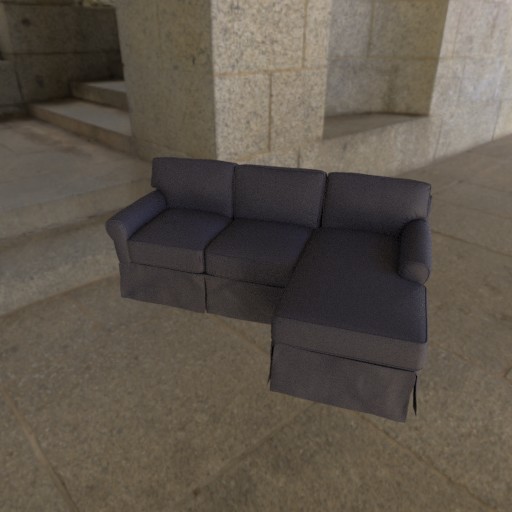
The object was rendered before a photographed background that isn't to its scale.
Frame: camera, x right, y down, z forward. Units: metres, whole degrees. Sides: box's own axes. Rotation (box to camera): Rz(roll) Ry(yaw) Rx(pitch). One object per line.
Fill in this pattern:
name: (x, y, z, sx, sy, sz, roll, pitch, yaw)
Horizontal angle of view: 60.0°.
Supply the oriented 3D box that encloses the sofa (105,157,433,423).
sofa: (0.000, 0.000, 3.363, 2.518, 1.039, 1.637, 9, 29, 16)
